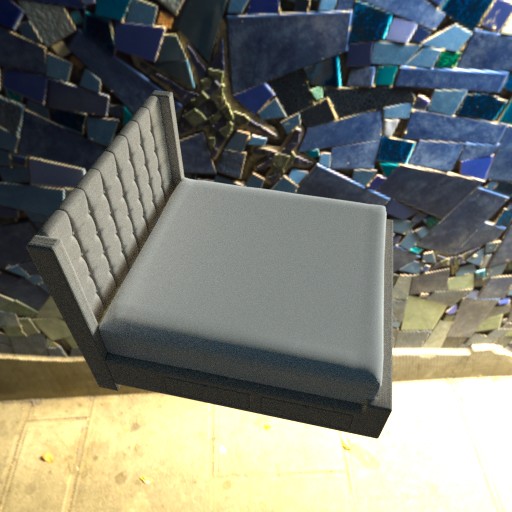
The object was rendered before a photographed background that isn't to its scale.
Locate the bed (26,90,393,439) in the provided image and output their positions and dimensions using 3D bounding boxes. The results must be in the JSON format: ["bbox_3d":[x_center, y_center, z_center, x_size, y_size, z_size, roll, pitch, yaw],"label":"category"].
[{"bbox_3d":[0.000,0.000,3.741,2.372,1.748,2.044,9,47,9],"label":"bed"}]
